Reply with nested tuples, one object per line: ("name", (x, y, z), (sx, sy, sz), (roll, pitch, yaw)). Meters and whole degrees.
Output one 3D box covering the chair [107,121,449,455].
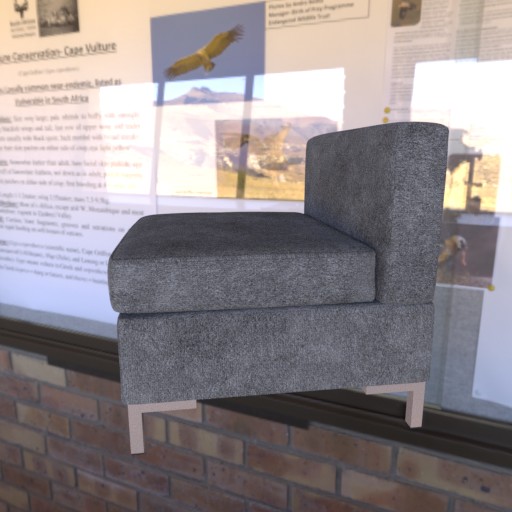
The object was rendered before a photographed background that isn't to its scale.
("chair", (0.000, 0.000, 1.184), (0.680, 0.660, 0.680), (-2, 13, -8))
